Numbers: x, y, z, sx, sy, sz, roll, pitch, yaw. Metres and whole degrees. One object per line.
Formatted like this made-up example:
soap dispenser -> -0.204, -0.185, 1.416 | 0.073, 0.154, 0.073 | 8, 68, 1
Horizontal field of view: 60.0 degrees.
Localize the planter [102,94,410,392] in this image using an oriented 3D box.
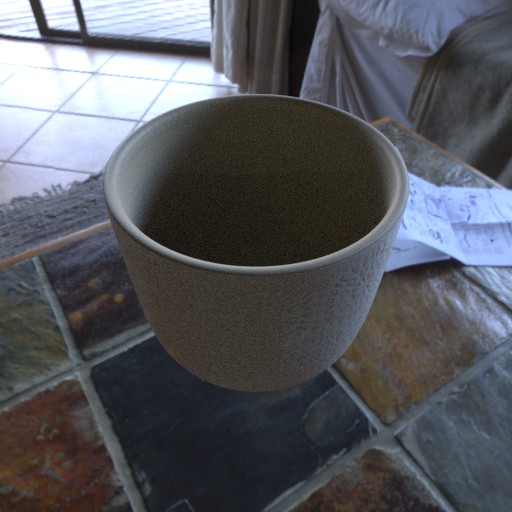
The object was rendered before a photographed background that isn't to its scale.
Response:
planter -> 0.000, 0.000, 0.305 | 0.170, 0.152, 0.170 | 0, 46, 0
